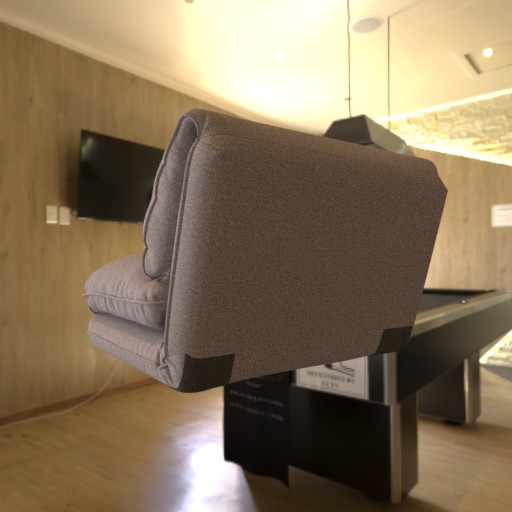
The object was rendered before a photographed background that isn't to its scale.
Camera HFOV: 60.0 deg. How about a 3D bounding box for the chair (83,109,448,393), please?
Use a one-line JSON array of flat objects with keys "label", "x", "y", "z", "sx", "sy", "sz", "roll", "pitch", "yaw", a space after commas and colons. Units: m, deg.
[{"label": "chair", "x": 0.000, "y": 0.000, "z": 1.314, "sx": 0.820, "sy": 0.580, "sz": 0.780, "roll": 0, "pitch": 0, "yaw": -36}]
